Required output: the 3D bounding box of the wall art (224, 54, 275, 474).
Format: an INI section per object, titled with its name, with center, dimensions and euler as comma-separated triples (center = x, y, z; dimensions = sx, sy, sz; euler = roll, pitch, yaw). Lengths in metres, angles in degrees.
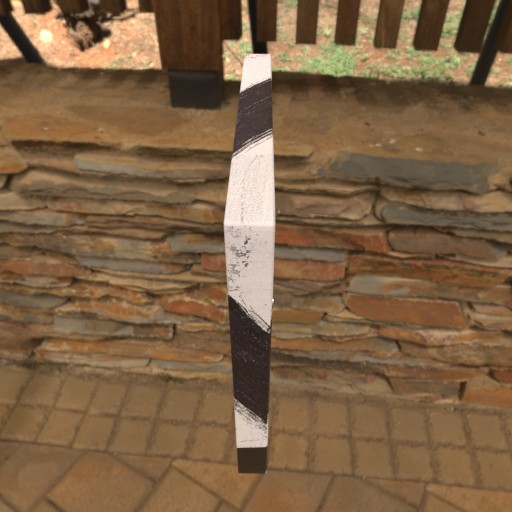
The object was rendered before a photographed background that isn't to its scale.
[wall art]
center = 0.000, 0.000, 0.752
dimensions = 0.050, 0.508, 0.507
euler = 1, 40, 1
